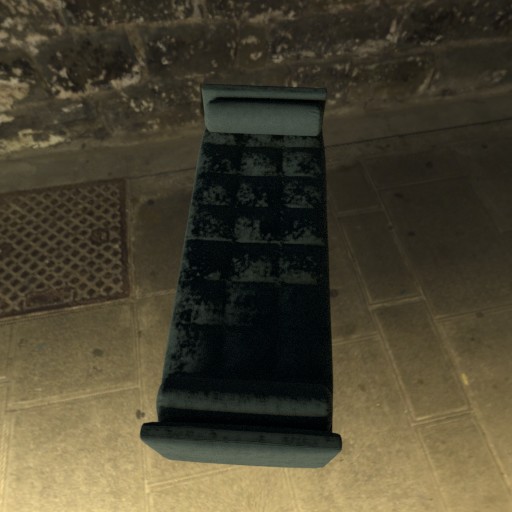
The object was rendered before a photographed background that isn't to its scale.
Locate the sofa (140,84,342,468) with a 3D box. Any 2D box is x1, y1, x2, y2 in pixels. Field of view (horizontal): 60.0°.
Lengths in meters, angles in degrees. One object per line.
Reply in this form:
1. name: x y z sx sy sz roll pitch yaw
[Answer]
1. sofa: 0.000 0.000 2.478 0.797 0.657 2.102 3 59 2
